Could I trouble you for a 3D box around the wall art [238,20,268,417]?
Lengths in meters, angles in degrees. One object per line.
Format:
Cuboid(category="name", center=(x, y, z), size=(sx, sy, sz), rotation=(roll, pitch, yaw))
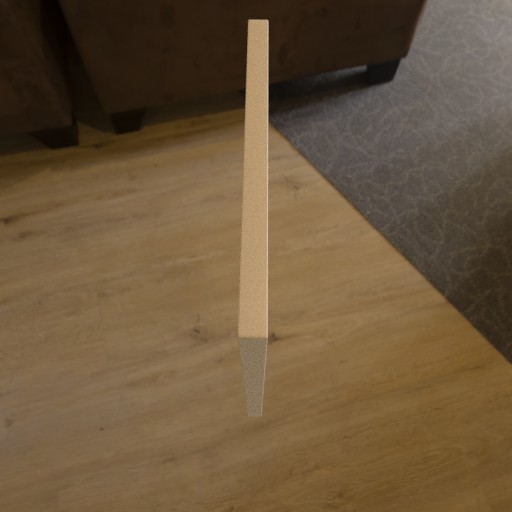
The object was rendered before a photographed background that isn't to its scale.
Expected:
Cuboid(category="wall art", center=(0.000, 0.000, 0.759), size=(0.028, 0.556, 0.454), rotation=(1, 63, 0))
